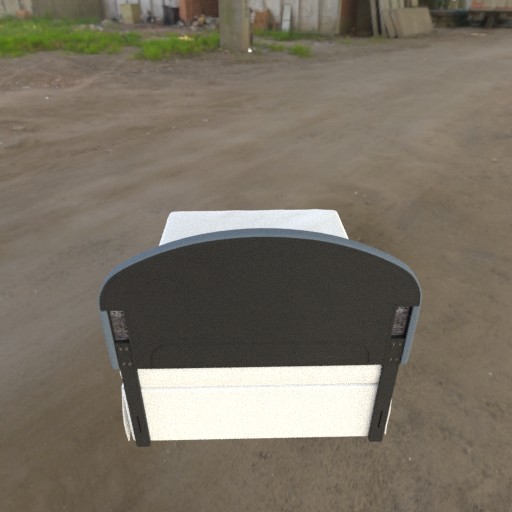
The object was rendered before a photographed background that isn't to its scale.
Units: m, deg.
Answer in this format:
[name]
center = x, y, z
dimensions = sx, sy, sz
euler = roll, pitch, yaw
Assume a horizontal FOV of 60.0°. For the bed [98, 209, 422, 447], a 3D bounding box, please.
[bed]
center = 0.000, 0.000, 3.106
dimensions = 1.607, 1.410, 2.005
euler = -1, 31, -1
